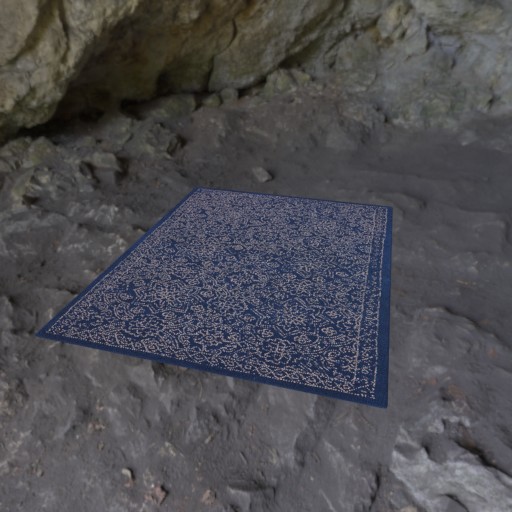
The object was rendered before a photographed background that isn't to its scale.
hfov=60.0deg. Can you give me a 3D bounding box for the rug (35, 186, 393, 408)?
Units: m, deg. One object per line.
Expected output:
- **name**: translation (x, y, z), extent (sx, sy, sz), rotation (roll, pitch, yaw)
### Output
- **rug**: translation (0.000, 0.000, 4.140), extent (2.438, 0.010, 3.048), rotation (8, 31, 13)
